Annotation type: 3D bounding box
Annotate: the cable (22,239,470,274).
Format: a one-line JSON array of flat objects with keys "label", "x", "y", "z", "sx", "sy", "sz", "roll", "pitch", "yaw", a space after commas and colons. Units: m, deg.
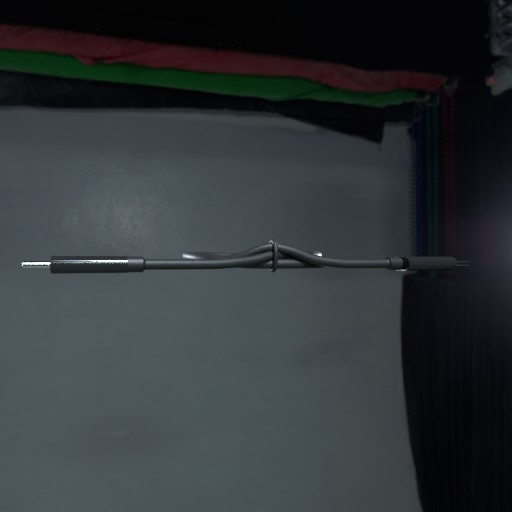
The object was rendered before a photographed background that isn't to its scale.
[{"label": "cable", "x": 0.000, "y": 0.000, "z": 0.208, "sx": 0.186, "sy": 0.014, "sz": 0.070, "roll": 0, "pitch": 0, "yaw": -18}]
